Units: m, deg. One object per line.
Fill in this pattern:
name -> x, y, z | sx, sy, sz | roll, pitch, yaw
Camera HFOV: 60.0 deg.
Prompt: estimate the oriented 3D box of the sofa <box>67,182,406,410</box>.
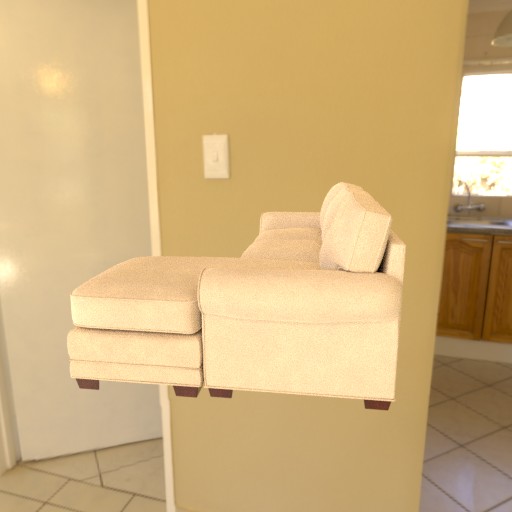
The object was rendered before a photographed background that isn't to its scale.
sofa -> 0.000, 0.000, 2.356 | 1.226, 0.734, 1.770 | 2, 13, 8
